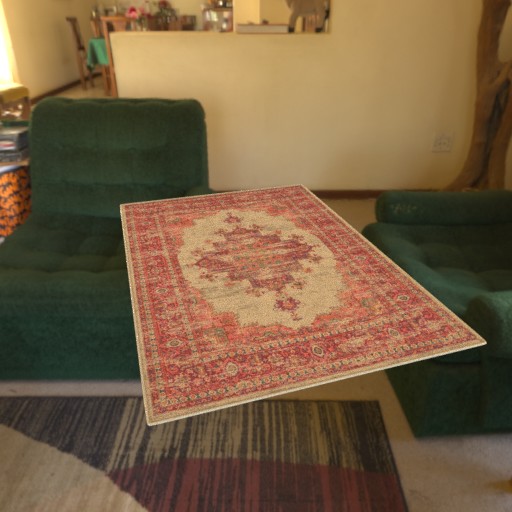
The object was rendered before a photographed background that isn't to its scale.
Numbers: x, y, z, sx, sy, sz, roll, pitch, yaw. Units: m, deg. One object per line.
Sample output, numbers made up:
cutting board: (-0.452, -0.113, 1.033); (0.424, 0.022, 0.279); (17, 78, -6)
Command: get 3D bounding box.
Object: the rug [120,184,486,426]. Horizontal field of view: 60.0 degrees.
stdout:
rug: (0.000, 0.000, 2.782); (1.555, 0.011, 2.232); (-9, 30, -15)
